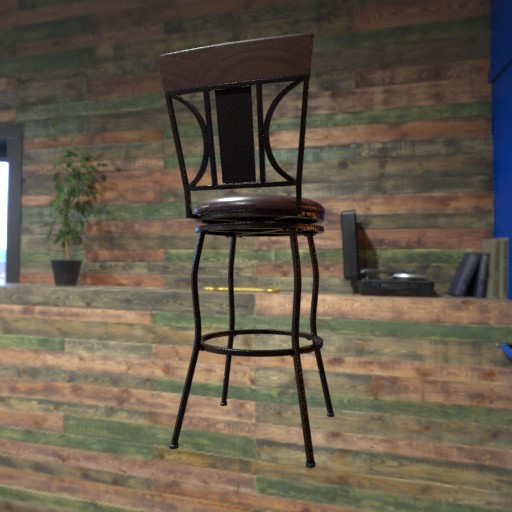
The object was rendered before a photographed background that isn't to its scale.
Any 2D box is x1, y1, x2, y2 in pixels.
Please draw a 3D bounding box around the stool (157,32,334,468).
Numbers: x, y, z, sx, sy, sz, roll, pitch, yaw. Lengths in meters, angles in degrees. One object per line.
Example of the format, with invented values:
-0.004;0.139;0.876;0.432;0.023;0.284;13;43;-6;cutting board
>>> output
0.000;0.000;1.408;0.448;1.130;0.513;0;-1;17;stool
